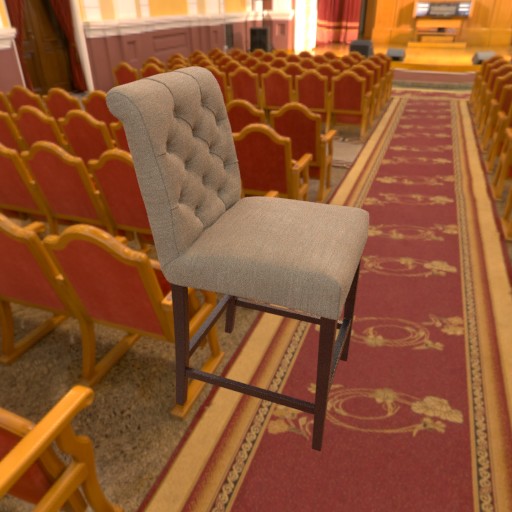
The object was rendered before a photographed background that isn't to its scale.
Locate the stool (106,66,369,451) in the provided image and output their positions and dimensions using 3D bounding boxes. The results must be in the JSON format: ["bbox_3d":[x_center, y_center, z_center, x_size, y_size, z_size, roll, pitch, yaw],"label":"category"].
[{"bbox_3d":[0.000,0.000,1.448,0.660,1.084,0.486,11,32,18],"label":"stool"}]
